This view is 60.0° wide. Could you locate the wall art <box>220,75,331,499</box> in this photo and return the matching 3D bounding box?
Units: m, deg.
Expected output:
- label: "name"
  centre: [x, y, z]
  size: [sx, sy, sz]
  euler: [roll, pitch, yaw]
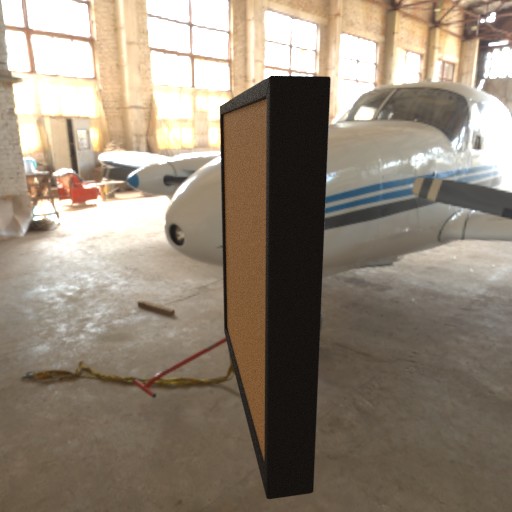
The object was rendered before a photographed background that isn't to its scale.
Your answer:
- label: "wall art"
  centre: [0.000, 0.000, 0.448]
  size: [0.037, 0.305, 0.305]
  euler: [-3, 16, -10]
